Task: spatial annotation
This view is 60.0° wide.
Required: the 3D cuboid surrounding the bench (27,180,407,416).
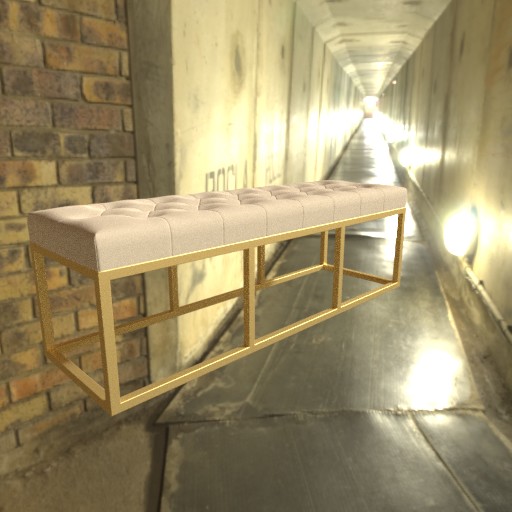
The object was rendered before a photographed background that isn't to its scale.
[{"bbox_3d":[0.000,0.000,1.711,1.473,0.484,0.457,-14,20,-43],"label":"bench"}]
